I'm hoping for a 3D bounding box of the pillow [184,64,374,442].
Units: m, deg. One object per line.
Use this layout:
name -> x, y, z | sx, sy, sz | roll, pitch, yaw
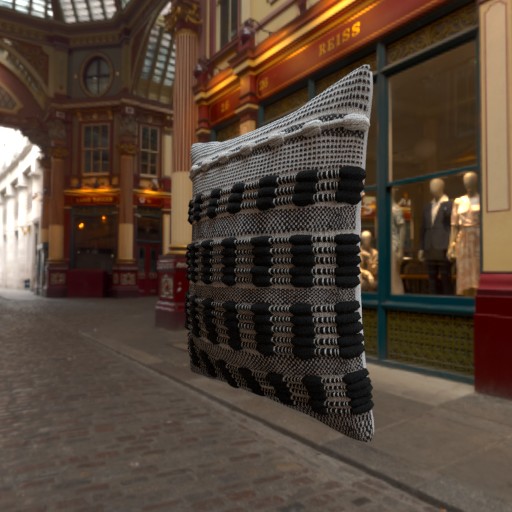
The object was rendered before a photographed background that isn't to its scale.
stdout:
pillow -> 0.000, 0.000, 0.678 | 0.156, 0.438, 0.436 | 1, -1, -36
